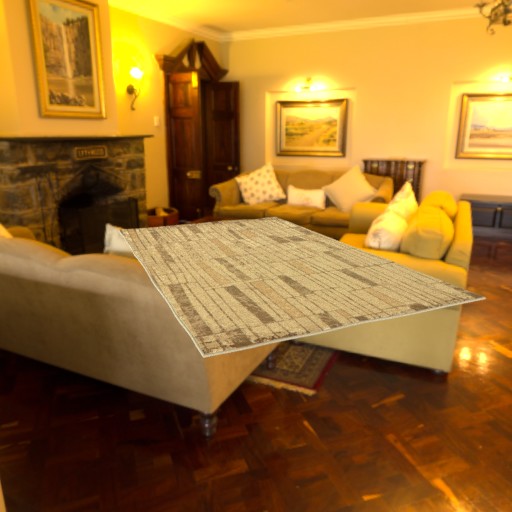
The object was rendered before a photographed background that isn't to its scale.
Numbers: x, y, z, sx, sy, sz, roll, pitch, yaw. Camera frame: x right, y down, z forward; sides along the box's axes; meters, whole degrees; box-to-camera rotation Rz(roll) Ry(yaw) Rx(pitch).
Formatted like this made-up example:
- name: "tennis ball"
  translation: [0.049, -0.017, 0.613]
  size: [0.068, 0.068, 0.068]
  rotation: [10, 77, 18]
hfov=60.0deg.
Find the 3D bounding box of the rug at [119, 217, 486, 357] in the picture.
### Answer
- name: "rug"
  translation: [0.000, 0.000, 3.067]
  size: [1.531, 0.023, 2.444]
  rotation: [-7, 17, -23]
